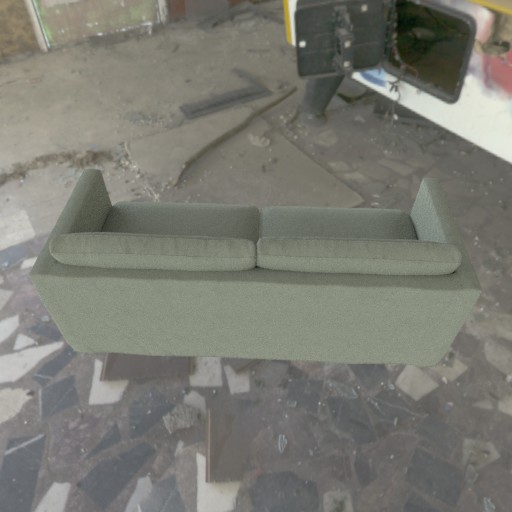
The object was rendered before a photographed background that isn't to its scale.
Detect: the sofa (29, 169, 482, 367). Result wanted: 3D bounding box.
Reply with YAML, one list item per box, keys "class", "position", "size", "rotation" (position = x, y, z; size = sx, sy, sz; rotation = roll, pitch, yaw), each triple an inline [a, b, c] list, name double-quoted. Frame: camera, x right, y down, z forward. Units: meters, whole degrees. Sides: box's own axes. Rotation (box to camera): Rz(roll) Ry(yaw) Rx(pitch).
- class: "sofa"
  position: [0.000, 0.000, 2.737]
  size: [2.312, 0.853, 0.962]
  rotation: [2, 47, 2]
